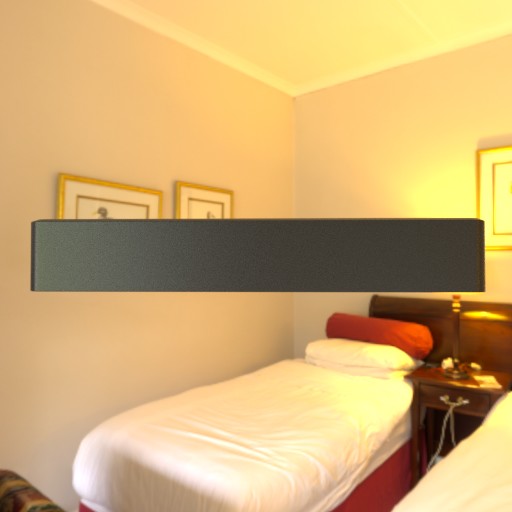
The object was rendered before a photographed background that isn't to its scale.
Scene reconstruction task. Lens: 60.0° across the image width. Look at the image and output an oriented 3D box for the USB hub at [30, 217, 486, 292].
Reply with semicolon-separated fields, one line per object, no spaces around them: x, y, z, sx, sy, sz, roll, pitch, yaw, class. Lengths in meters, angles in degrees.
0.000;0.000;0.160;0.145;0.023;0.044;0;-1;2;USB hub
